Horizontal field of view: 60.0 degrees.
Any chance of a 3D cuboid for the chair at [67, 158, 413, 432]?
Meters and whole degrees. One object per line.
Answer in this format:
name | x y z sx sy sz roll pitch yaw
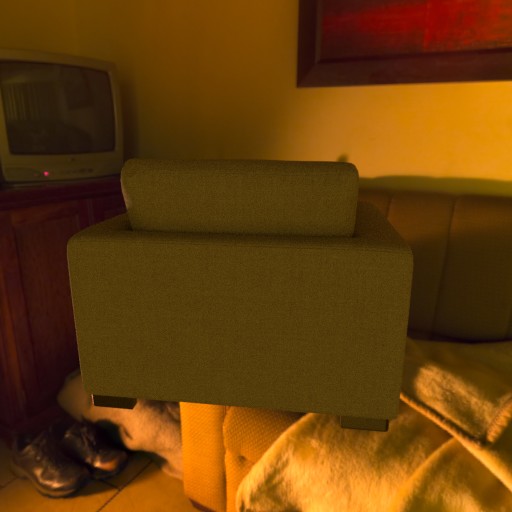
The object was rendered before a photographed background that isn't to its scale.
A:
chair | 0.000 0.000 1.891 1.070 0.847 1.100 2 15 8
